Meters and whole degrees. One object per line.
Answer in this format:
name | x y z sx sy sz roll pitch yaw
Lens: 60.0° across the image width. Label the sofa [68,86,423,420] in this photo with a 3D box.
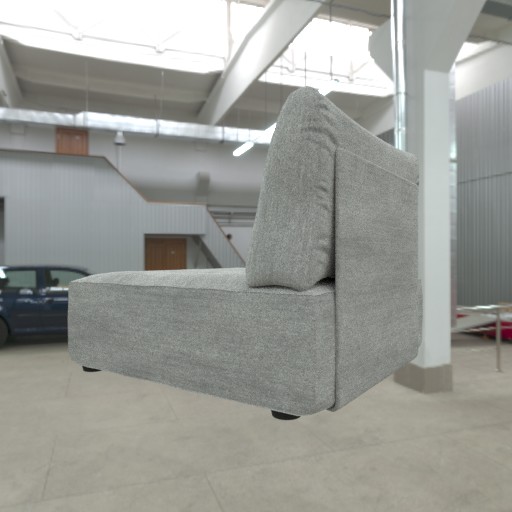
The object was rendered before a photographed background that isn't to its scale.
sofa | 0.000 0.000 1.683 1.000 0.820 0.930 0 0 35
